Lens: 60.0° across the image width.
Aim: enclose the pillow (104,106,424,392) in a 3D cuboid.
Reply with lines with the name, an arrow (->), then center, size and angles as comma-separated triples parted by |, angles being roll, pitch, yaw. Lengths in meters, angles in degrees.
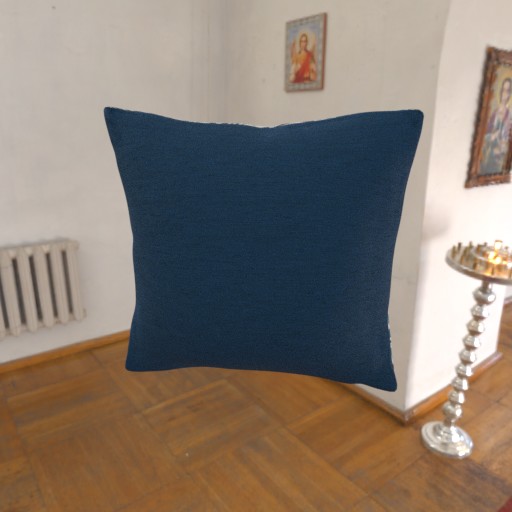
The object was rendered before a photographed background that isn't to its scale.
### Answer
pillow -> 0.000, 0.000, 0.655 | 0.440, 0.420, 0.145 | 2, 17, 8
